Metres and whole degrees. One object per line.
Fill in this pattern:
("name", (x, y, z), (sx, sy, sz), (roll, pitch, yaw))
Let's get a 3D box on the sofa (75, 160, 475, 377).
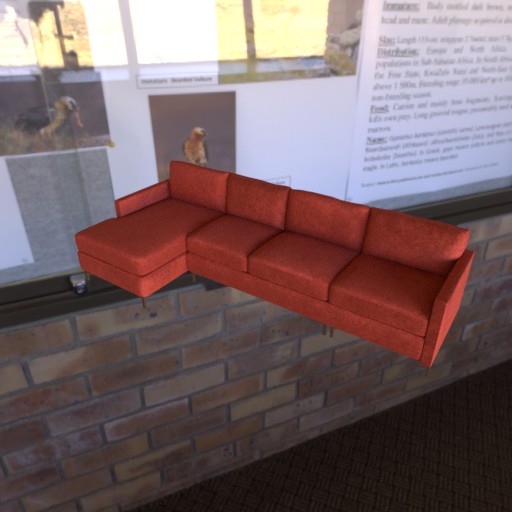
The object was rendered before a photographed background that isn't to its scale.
("sofa", (0.000, 0.000, 4.090), (3.400, 0.967, 1.500), (19, 35, 29))
